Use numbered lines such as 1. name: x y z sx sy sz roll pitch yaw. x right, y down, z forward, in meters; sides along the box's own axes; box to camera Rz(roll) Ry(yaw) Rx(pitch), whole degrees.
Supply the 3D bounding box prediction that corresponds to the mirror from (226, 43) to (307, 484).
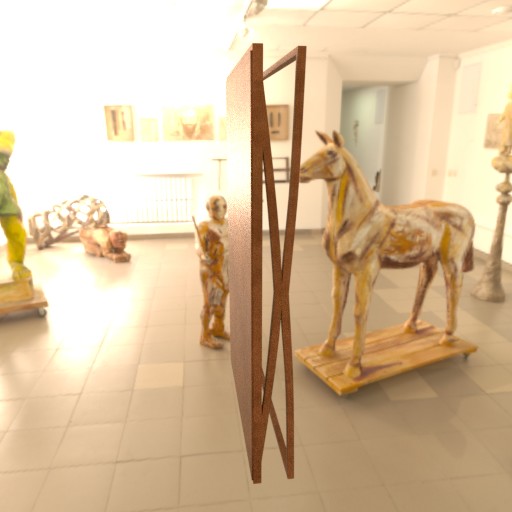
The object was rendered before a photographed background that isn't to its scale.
1. mirror: 0.000 0.000 0.964 0.082 0.768 0.468 -2 16 -8
